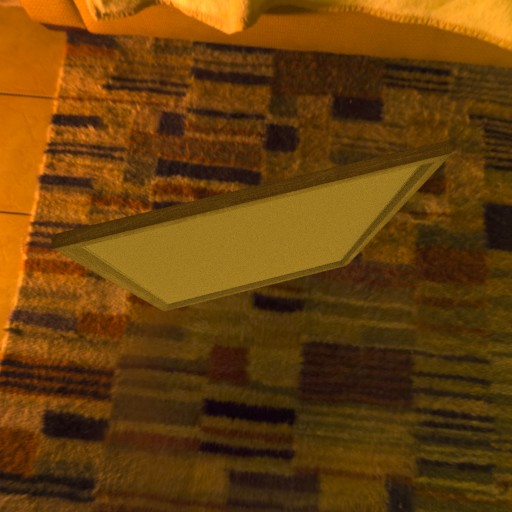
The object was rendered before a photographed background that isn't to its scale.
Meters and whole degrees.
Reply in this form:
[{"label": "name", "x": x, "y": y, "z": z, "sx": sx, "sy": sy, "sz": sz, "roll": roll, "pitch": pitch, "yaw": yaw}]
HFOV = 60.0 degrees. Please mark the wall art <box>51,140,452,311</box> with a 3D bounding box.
[{"label": "wall art", "x": 0.000, "y": 0.000, "z": 1.339, "sx": 0.781, "sy": 1.022, "sz": 0.035, "roll": -14, "pitch": 77, "yaw": -3}]
